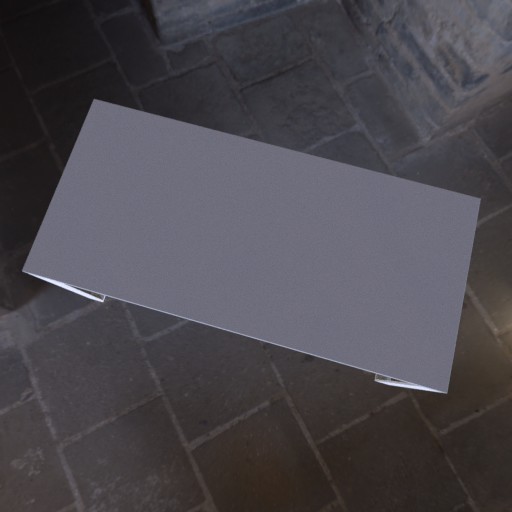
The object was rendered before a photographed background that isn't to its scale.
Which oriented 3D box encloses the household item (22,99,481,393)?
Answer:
[{"bbox_3d":[0.000,0.000,2.153,1.700,0.745,0.800,15,77,4],"label":"household item"}]
